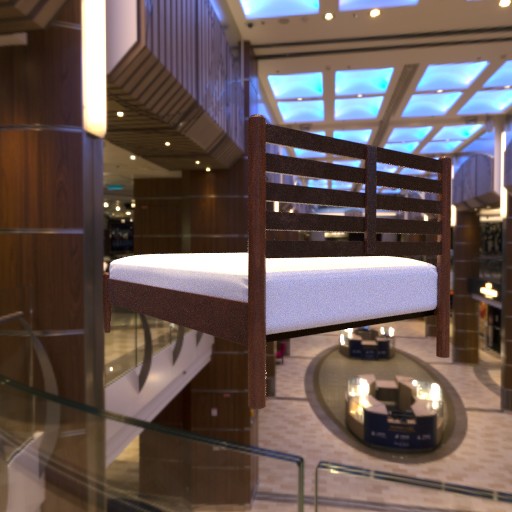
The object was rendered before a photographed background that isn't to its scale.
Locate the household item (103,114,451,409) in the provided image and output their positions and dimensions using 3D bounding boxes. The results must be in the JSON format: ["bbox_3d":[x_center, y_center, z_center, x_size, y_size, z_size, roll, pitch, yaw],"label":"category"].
[{"bbox_3d":[0.000,0.000,3.402,1.663,1.356,2.232,-1,1,-37],"label":"household item"}]
